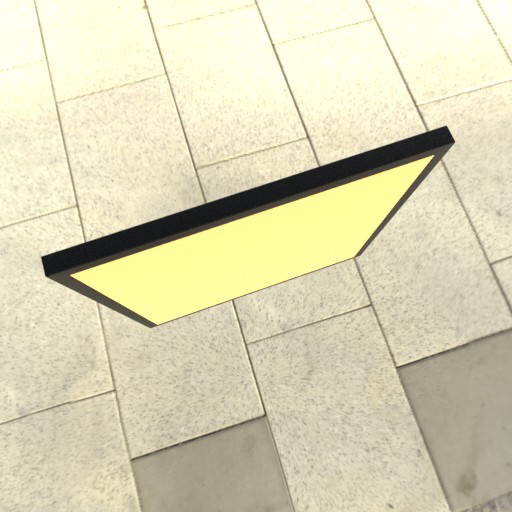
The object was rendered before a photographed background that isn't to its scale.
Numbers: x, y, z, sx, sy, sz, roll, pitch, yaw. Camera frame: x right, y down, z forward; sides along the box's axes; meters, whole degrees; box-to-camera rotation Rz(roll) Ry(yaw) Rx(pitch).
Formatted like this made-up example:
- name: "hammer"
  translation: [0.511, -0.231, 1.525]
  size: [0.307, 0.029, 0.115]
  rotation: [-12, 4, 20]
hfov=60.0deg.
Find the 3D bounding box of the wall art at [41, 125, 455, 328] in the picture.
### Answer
- name: "wall art"
  translation: [0.000, 0.000, 1.139]
  size: [0.755, 0.761, 0.038]
  rotation: [-19, 75, -5]
